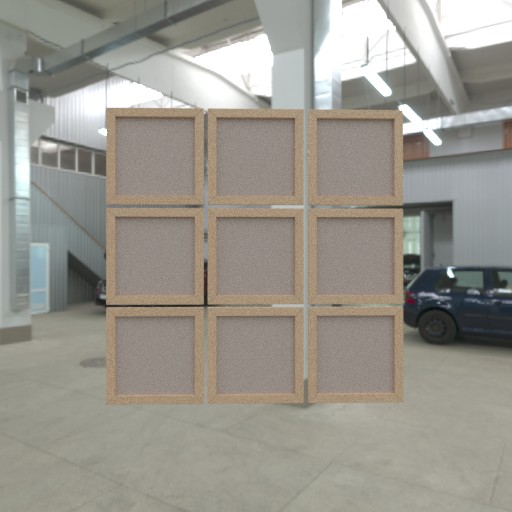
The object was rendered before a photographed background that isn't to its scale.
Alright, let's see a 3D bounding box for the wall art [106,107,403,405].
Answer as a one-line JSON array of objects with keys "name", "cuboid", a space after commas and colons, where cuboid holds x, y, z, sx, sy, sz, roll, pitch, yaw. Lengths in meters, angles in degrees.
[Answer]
[{"name": "wall art", "cuboid": [0.000, 0.000, 1.375, 0.917, 0.910, 0.012, 0, 0, -2]}]
